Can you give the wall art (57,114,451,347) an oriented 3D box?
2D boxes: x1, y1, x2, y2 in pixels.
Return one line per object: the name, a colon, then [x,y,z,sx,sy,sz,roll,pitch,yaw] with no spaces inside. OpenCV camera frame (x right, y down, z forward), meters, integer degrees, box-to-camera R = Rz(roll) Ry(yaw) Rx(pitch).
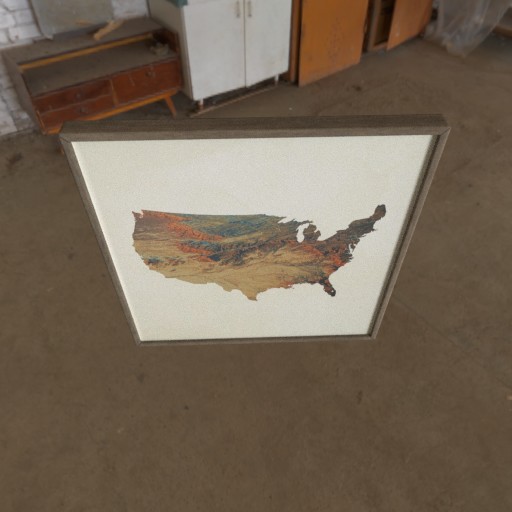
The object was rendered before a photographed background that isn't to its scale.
wall art: [0.000,0.000,1.132,0.749,0.751,0.050,-1,47,-1]
